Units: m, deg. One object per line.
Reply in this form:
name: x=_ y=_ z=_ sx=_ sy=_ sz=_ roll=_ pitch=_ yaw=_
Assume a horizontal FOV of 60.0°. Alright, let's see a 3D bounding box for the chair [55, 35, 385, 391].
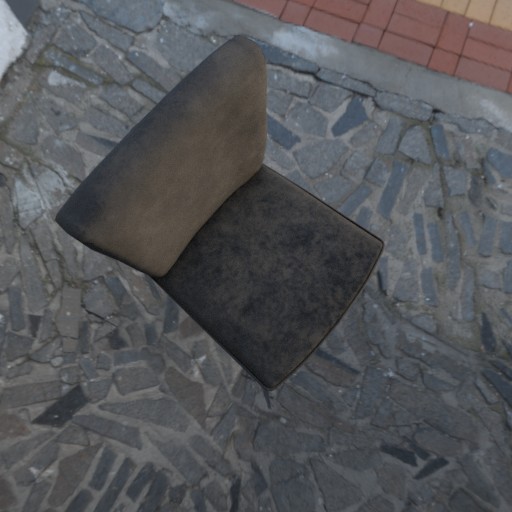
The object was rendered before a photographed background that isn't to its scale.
chair: x=0.000 y=0.000 z=1.179 sx=0.554 sy=0.806 sz=0.521 roll=38 pitch=78 yaw=9
